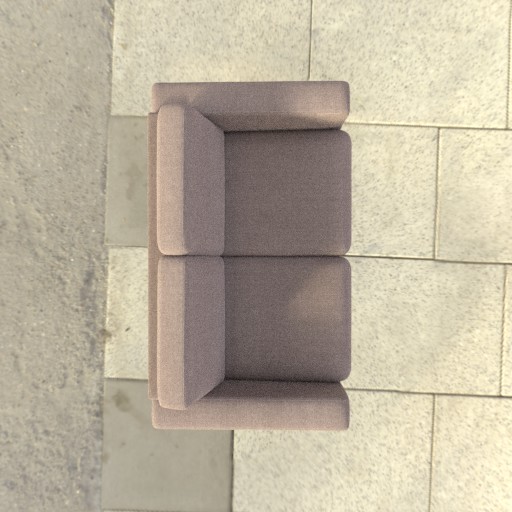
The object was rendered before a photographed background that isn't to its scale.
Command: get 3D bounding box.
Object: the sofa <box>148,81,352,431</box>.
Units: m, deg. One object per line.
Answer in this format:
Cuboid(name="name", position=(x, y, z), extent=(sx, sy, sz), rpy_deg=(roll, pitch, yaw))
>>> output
Cuboid(name="sofa", position=(0.000, 0.000, 2.081), extent=(0.900, 0.800, 1.520), rpy_deg=(0, 90, 2))
